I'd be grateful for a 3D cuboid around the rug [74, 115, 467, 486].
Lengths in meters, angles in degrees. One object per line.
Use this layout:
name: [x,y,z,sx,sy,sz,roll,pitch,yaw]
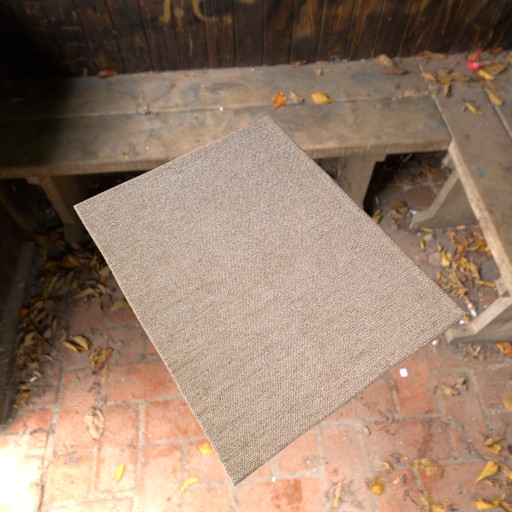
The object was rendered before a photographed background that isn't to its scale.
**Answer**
rug: [0.000,0.000,4.169,2.406,0.012,3.034,-30,63,-17]
